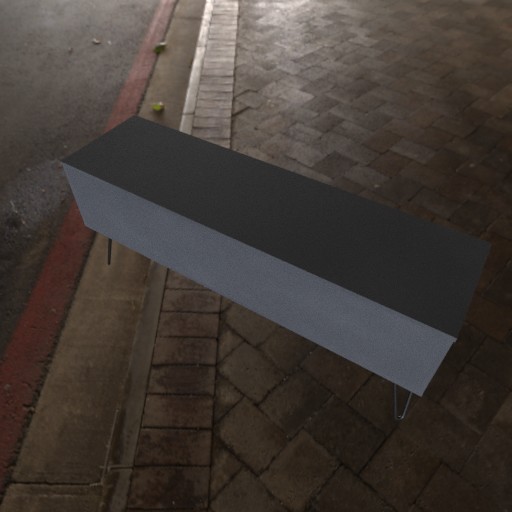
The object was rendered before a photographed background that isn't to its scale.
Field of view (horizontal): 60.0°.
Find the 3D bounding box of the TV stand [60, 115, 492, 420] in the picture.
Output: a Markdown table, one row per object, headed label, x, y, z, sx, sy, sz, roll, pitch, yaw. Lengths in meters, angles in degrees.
| label | x | y | z | sx | sy | sz | roll | pitch | yaw |
| --- | --- | --- | --- | --- | --- | --- | --- | --- | --- |
| TV stand | 0.000 | 0.000 | 1.650 | 1.400 | 0.560 | 0.400 | 24 | 51 | 21 |
